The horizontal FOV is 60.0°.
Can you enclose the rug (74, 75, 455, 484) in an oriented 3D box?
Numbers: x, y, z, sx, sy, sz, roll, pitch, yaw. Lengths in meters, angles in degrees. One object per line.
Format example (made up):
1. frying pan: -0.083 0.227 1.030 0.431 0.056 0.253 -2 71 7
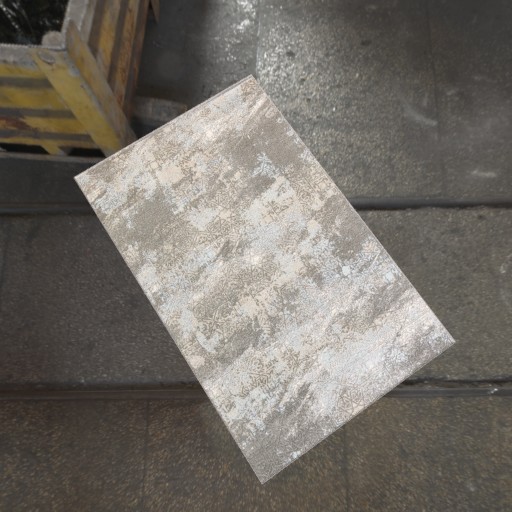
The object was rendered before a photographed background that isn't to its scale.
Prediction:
1. rug: 0.000 0.000 3.056 1.536 0.012 2.431 -33 78 -8
